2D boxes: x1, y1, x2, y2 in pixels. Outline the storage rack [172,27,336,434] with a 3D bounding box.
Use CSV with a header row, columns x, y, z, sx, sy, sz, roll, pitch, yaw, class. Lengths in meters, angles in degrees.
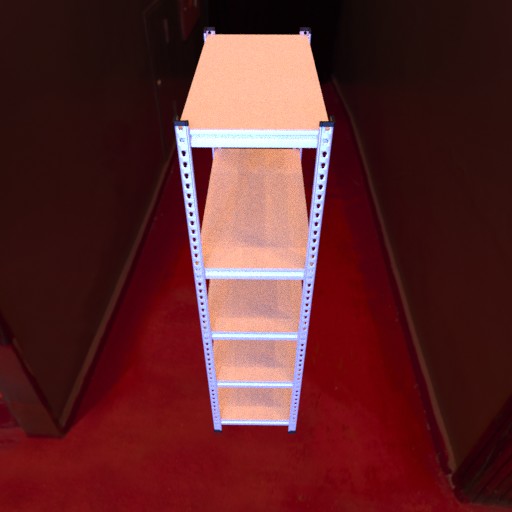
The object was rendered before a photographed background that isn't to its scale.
x,y,z,sx,sy,sz,roll,pitch,yaw,class
0.000,0.000,2.182,0.457,1.829,0.914,1,42,1,storage rack
